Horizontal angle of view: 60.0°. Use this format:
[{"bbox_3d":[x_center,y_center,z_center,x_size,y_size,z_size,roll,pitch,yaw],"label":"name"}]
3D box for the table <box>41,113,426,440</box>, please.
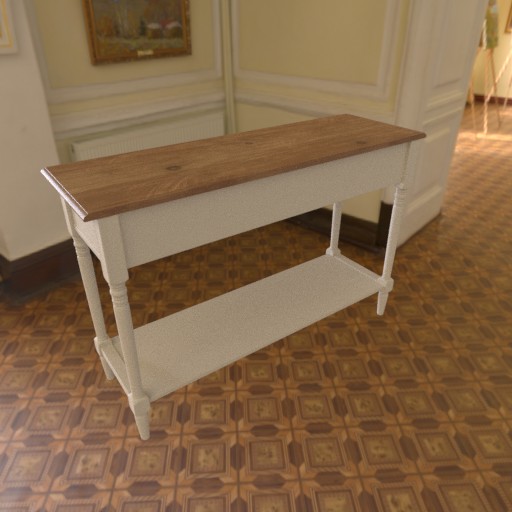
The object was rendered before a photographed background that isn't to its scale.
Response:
[{"bbox_3d":[0.000,0.000,1.618,1.219,0.800,0.399,-20,35,-30],"label":"table"}]
